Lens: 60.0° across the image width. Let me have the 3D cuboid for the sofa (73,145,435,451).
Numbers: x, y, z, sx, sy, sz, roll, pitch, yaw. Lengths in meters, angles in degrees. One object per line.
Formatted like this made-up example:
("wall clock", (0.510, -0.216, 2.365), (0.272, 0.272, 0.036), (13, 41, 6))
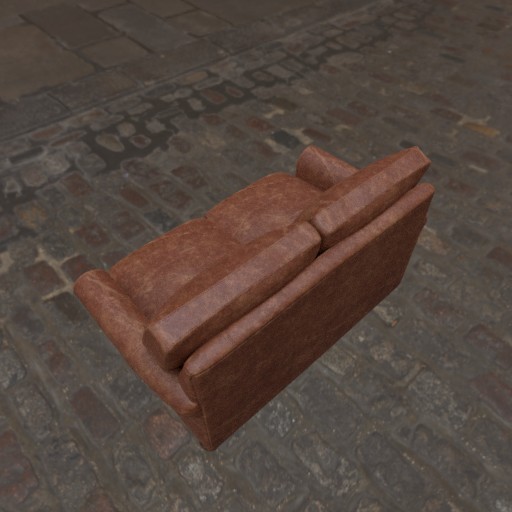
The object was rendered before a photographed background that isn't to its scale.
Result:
("sofa", (0.000, 0.000, 2.239), (1.616, 0.967, 0.990), (-34, 56, -27))
